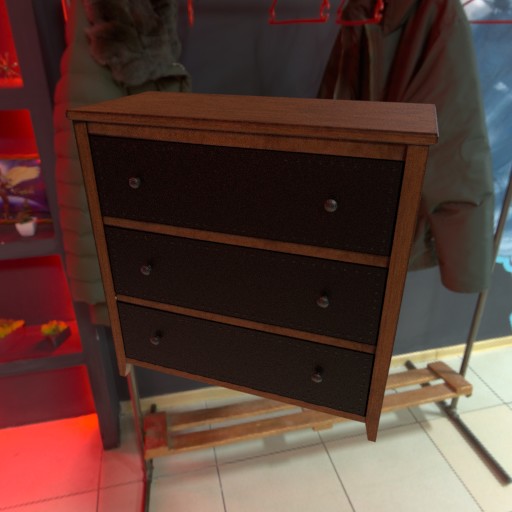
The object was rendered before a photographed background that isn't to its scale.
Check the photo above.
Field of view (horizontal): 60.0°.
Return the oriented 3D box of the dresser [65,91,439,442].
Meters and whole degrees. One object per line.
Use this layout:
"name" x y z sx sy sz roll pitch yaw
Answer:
"dresser" 0.000 0.000 1.902 1.250 1.224 0.591 9 28 17
